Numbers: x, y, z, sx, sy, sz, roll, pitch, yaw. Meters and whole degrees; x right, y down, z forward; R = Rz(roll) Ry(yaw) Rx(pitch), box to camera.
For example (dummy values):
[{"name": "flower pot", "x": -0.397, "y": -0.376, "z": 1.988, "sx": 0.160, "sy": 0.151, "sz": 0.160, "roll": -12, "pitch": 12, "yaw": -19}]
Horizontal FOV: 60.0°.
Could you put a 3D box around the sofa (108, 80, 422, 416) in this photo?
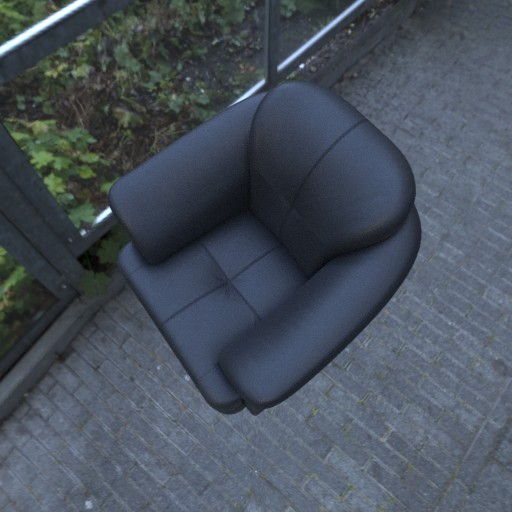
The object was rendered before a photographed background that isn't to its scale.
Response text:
[{"name": "sofa", "x": 0.000, "y": 0.000, "z": 1.487, "sx": 0.794, "sy": 0.811, "sz": 0.870, "roll": -34, "pitch": 69, "yaw": -15}]
